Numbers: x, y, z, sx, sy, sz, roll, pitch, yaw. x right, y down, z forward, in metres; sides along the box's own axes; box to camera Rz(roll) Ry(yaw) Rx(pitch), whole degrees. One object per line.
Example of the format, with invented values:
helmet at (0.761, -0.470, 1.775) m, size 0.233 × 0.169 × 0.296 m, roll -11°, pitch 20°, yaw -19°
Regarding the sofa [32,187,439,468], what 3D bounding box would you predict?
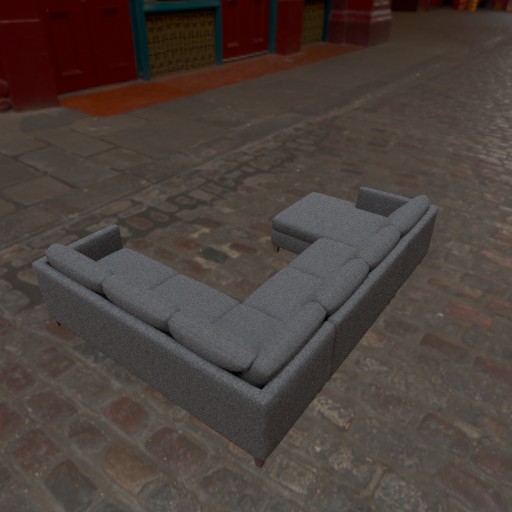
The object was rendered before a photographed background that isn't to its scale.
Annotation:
sofa at (0.000, 0.000, 4.439) m, size 2.551 × 0.853 × 3.238 m, roll 22°, pitch 39°, yaw 30°
